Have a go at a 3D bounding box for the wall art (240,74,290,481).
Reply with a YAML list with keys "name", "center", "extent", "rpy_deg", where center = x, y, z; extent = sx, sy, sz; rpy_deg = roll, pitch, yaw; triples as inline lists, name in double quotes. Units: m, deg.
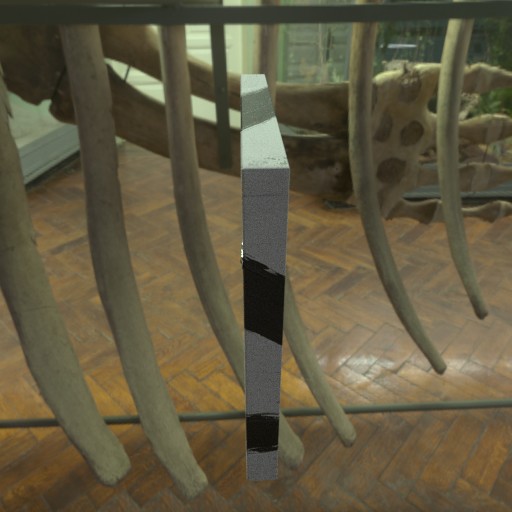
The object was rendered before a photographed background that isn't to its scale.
- name: "wall art"
  center: [0.000, 0.000, 0.767]
  extent: [0.050, 0.508, 0.507]
  rpy_deg: [-1, 32, -1]
